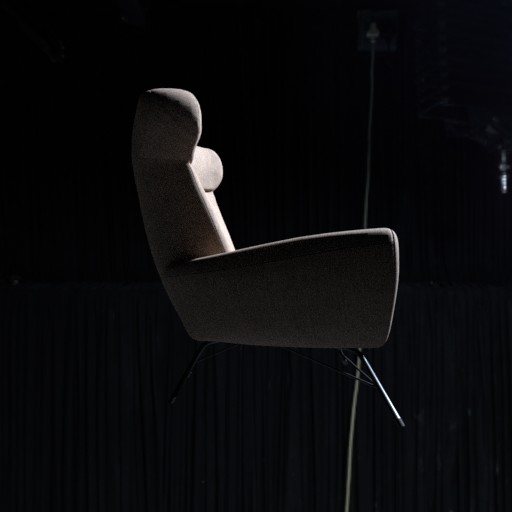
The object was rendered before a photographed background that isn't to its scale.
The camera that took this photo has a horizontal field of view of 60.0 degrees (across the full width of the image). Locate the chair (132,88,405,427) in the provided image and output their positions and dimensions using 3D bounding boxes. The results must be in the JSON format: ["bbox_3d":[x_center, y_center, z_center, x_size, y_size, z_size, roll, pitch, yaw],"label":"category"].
[{"bbox_3d":[0.000,0.000,1.736,0.900,1.040,0.980,0,-1,-1],"label":"chair"}]
